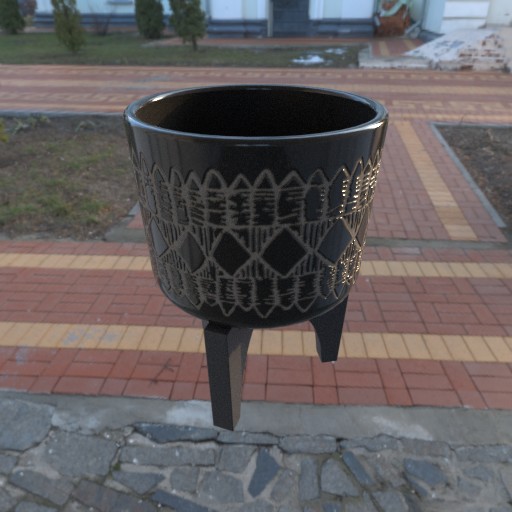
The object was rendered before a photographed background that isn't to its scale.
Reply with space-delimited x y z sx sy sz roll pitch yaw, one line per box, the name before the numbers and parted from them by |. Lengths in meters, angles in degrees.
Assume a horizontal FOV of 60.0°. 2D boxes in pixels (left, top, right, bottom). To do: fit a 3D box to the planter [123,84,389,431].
planter | 0.000 0.000 0.401 0.196 0.264 0.196 10 32 17
